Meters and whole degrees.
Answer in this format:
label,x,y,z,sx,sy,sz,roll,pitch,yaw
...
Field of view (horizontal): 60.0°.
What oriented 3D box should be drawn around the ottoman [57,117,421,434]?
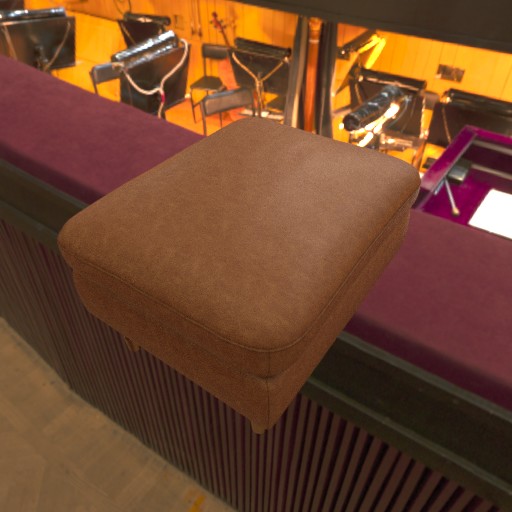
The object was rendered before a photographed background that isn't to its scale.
label,x,y,z,sx,sy,sz,roll,pitch,yaw
ottoman,0.000,0.000,1.159,0.593,0.478,0.747,24,47,25
